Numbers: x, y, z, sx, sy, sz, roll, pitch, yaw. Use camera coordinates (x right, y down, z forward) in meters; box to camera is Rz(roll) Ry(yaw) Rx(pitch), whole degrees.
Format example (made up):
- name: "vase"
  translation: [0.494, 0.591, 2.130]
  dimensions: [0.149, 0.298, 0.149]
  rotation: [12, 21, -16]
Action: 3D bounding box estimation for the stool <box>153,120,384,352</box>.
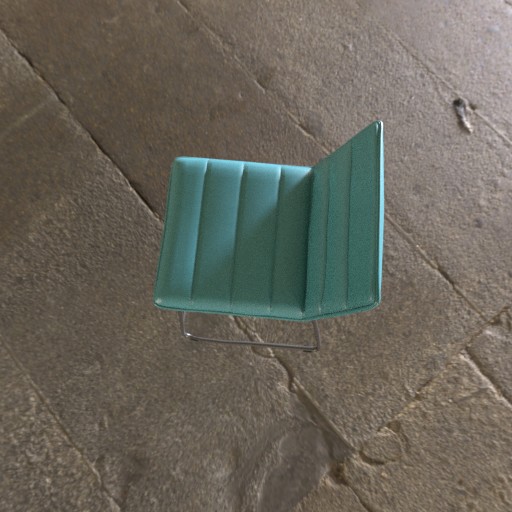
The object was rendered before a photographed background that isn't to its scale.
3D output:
- name: "stool"
  translation: [0.000, 0.000, 1.301]
  dimensions: [0.524, 0.936, 0.489]
  rotation: [5, 76, 1]
